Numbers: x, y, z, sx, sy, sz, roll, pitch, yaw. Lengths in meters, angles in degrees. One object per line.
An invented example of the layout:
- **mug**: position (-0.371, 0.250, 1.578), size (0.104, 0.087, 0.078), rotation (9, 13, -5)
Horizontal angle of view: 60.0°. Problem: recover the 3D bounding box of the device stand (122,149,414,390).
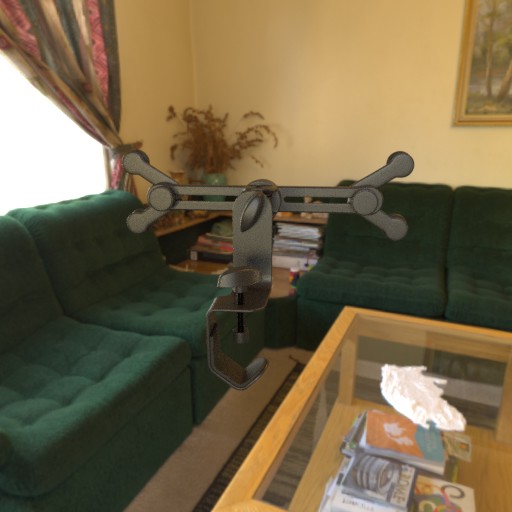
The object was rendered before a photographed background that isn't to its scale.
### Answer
- **device stand**: position (0.000, 0.000, 0.370), size (0.270, 0.166, 0.142), rotation (2, 16, 6)
